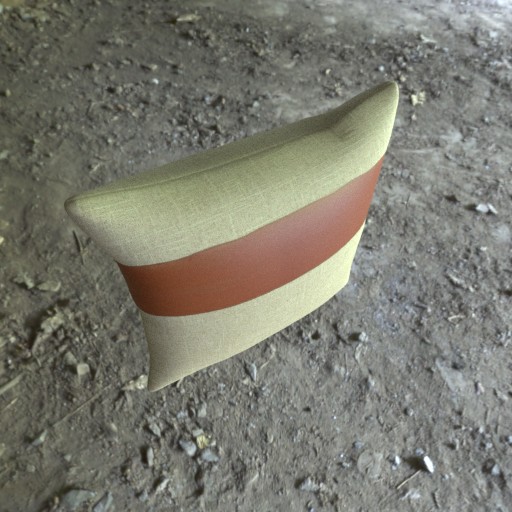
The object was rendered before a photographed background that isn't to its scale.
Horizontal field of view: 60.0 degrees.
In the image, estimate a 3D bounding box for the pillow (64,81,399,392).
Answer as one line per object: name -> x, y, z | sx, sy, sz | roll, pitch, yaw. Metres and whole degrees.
pillow -> 0.000, 0.000, 0.622 | 0.414, 0.399, 0.173 | -26, 54, -21
